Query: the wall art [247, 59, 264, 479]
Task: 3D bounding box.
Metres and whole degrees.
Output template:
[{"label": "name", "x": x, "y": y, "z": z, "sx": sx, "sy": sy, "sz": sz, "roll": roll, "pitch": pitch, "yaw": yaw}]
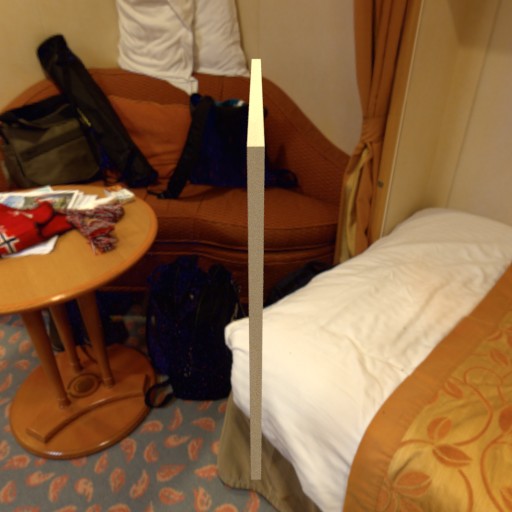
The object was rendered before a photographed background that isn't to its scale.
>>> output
[{"label": "wall art", "x": 0.000, "y": 0.000, "z": 0.981, "sx": 0.021, "sy": 0.710, "sz": 0.609, "roll": 0, "pitch": 33, "yaw": 0}]
